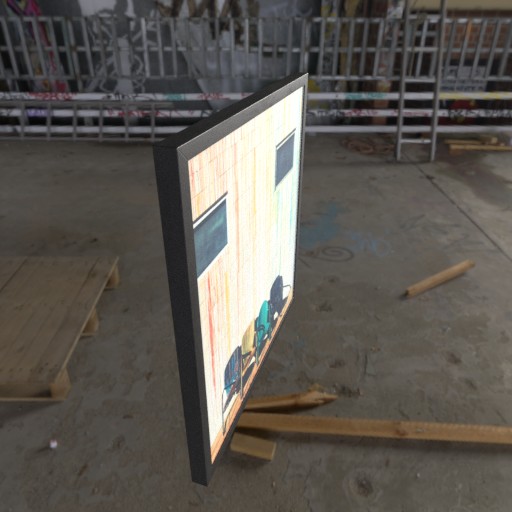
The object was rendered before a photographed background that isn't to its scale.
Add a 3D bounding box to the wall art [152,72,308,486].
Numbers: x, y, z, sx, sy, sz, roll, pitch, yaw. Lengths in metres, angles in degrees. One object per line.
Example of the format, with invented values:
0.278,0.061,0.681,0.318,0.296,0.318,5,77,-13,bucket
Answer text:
0.000,0.000,1.111,0.039,0.763,0.763,10,31,17,wall art
